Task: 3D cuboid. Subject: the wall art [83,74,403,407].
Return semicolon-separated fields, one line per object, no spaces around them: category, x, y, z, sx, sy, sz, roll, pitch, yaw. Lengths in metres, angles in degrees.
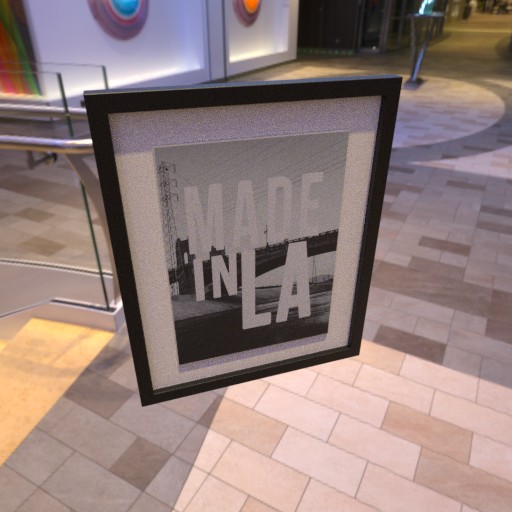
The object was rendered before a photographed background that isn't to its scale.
wall art;0.000;0.000;0.759;0.457;0.559;0.028;-9;32;-15
